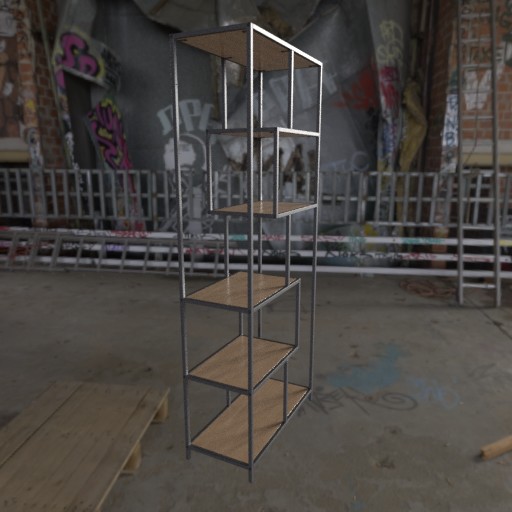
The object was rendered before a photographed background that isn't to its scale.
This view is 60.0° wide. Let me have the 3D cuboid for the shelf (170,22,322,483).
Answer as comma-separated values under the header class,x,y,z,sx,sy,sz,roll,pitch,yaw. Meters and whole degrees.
class,x,y,z,sx,sy,sz,roll,pitch,yaw
shelf,0.000,0.000,2.148,0.350,1.850,0.770,6,14,26
